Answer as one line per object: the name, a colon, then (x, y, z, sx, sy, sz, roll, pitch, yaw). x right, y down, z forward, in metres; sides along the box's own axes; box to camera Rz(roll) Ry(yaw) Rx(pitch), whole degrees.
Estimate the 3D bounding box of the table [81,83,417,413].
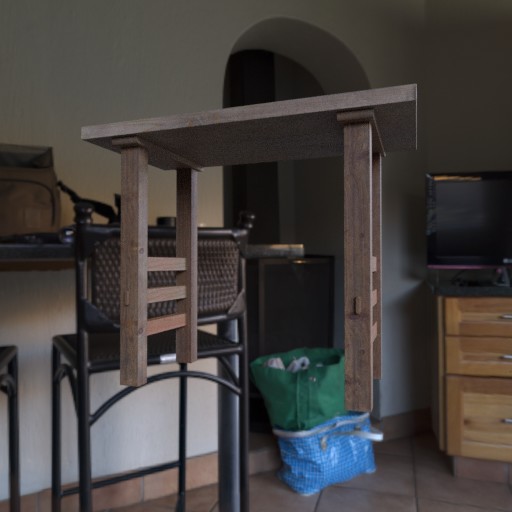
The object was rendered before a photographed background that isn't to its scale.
table: (0.000, 0.000, 1.636, 1.119, 0.914, 0.556, 0, -1, 20)
